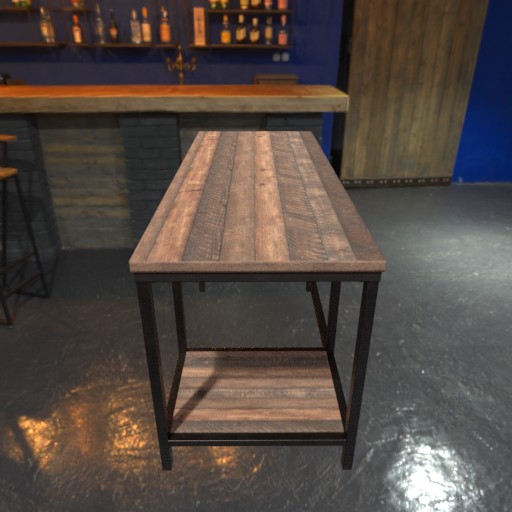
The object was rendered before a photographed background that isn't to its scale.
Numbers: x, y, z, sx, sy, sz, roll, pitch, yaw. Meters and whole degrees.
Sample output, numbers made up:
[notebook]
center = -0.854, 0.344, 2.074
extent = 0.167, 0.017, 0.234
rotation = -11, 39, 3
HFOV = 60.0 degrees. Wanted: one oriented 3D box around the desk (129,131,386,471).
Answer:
[desk]
center = 0.000, 0.000, 1.919
extent = 0.617, 0.753, 1.538
rotation = 0, 27, 0
